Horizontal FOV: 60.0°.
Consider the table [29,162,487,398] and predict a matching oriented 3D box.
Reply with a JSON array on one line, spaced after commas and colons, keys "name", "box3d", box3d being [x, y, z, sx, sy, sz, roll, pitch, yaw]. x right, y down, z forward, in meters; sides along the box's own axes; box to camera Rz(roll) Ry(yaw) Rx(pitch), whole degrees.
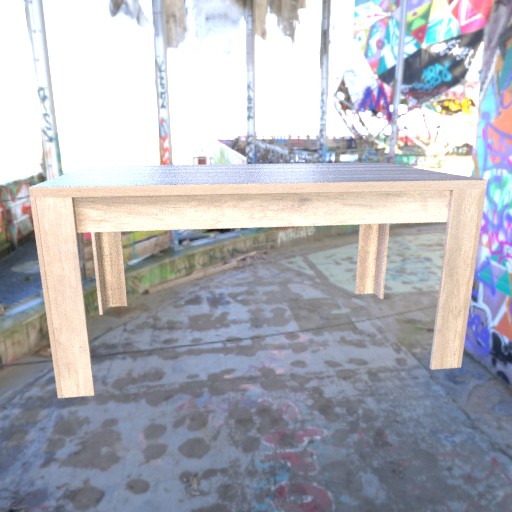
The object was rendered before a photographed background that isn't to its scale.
[{"name": "table", "box3d": [0.000, 0.000, 2.063, 1.600, 0.775, 0.900, -2, 16, -8]}]
